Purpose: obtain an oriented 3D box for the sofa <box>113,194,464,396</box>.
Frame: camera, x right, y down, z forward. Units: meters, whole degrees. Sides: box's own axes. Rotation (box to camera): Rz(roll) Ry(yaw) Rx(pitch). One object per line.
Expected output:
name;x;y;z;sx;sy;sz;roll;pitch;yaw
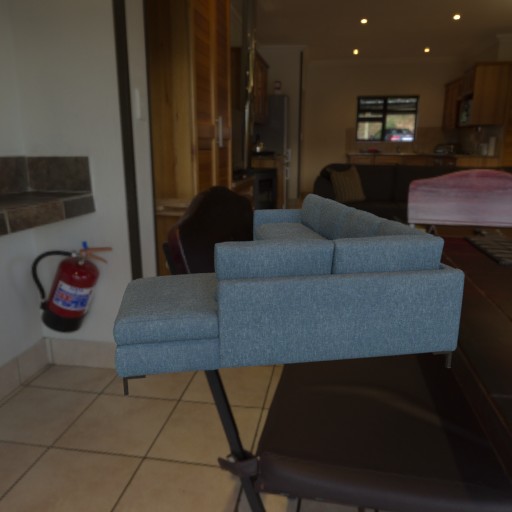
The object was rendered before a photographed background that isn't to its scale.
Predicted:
sofa;0.000;0.000;3.846;2.007;0.815;2.949;-2;14;-9
